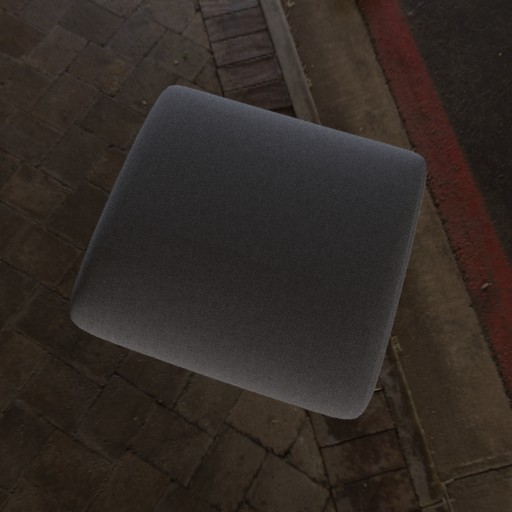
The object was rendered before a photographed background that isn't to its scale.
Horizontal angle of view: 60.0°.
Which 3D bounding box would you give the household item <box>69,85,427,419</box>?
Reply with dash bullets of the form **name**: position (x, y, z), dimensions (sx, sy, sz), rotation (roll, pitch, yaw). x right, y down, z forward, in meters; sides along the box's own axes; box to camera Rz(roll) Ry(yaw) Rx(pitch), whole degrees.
- **household item**: position (0.000, 0.000, 0.914), dimensions (0.530, 0.410, 0.530), rotation (17, 75, 5)
